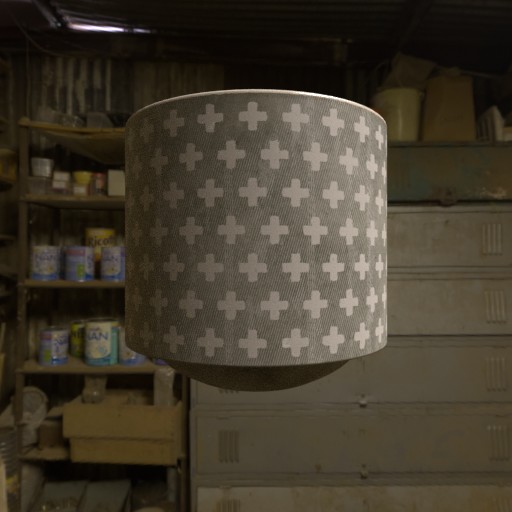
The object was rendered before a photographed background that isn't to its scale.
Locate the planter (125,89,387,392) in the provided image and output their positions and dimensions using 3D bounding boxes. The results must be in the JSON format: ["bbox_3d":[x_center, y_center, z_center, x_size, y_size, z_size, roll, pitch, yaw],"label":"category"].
[{"bbox_3d":[0.000,0.000,0.335,0.190,0.181,0.190,0,0,0],"label":"planter"}]
